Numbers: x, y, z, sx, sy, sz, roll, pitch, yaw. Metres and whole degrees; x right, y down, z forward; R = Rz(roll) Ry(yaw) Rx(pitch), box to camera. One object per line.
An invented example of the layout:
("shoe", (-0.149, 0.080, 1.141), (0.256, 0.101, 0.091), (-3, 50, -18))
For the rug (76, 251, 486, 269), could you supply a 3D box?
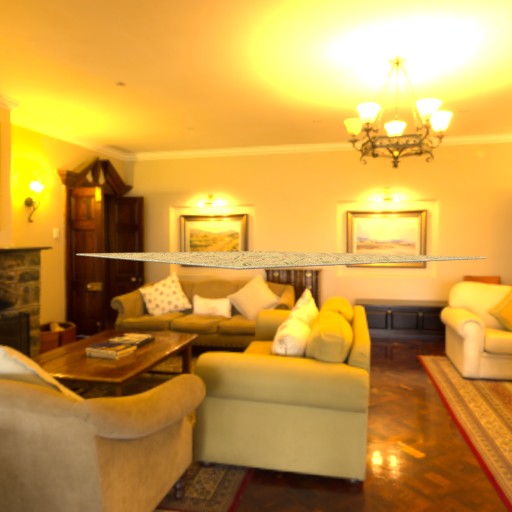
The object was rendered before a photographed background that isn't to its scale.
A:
("rug", (0.000, 0.000, 4.127), (2.441, 0.016, 3.050), (-1, 2, -36))
